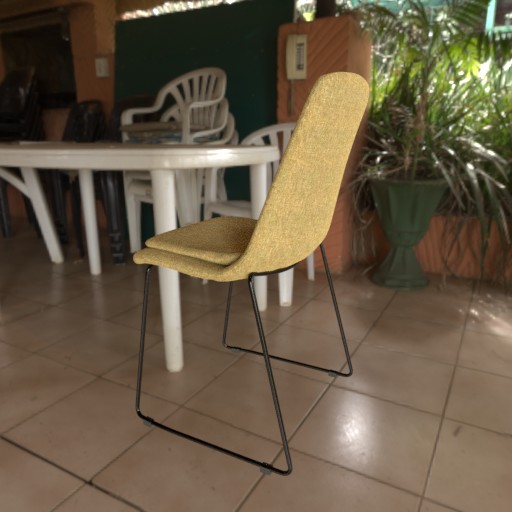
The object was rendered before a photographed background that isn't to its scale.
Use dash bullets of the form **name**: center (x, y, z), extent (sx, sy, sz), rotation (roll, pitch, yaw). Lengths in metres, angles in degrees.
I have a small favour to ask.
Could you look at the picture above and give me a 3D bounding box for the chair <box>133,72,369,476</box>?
- **chair**: center (0.000, 0.000, 1.145), extent (0.496, 0.849, 0.479), rotation (8, 17, 27)
